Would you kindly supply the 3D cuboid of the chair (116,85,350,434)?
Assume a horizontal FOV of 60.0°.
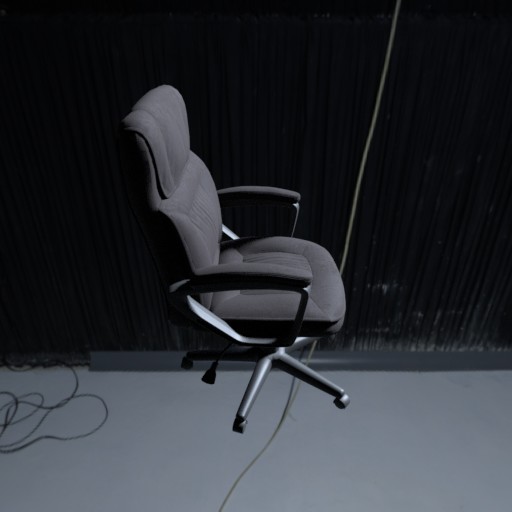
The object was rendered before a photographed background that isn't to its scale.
[{"bbox_3d":[0.000,0.000,1.575,0.724,1.105,0.667,1,32,1],"label":"chair"}]
